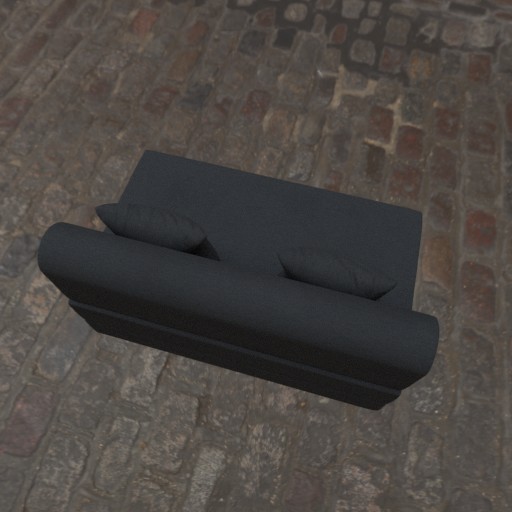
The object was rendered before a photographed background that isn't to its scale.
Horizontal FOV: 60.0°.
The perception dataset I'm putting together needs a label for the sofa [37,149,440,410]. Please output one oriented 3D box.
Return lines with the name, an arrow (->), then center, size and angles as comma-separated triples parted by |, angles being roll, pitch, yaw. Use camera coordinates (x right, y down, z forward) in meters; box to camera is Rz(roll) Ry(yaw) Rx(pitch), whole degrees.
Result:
sofa -> 0.000, 0.000, 1.718 | 1.225, 0.670, 0.762 | 14, 64, 7
